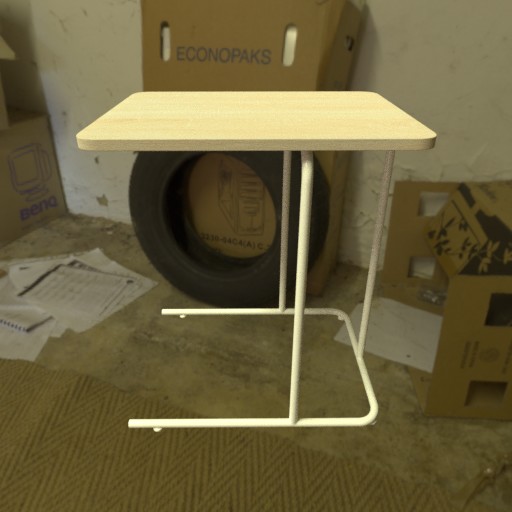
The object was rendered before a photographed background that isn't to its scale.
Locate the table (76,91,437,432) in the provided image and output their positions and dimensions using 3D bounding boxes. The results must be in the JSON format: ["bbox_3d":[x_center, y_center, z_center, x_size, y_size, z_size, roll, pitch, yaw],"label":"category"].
[{"bbox_3d":[0.000,0.000,0.863,0.480,0.550,0.370,0,29,0],"label":"table"}]
